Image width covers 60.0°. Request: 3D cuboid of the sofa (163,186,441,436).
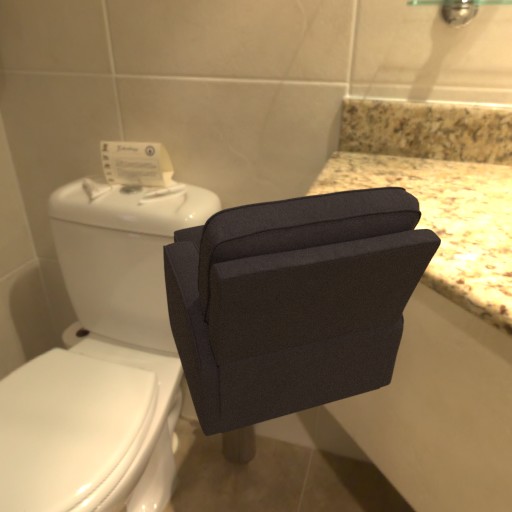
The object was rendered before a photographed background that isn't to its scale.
[{"bbox_3d":[0.000,0.000,2.086,0.861,0.959,1.472,-9,29,-17],"label":"sofa"}]
